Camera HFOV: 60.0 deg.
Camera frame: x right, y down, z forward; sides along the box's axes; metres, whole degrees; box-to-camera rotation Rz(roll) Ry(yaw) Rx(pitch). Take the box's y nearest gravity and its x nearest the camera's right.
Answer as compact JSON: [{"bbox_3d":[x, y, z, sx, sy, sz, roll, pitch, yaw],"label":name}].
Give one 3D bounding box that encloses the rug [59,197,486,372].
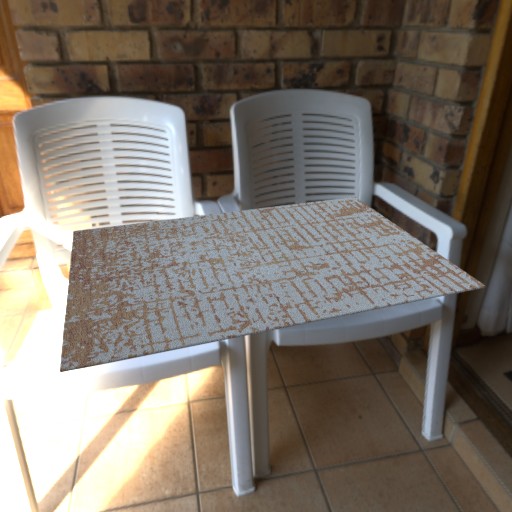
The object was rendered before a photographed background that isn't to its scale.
[{"bbox_3d":[0.000,0.000,2.299,1.829,0.011,1.219,-9,29,-16],"label":"rug"}]
